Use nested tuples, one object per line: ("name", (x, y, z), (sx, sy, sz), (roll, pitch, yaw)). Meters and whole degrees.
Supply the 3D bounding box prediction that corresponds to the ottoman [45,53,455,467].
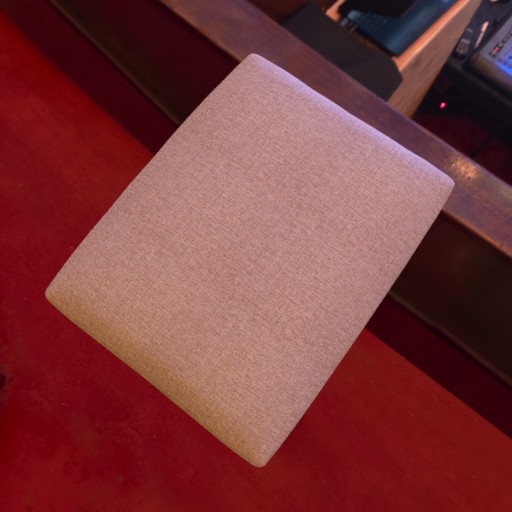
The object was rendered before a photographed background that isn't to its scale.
("ottoman", (0.000, 0.000, 1.117), (0.584, 0.513, 0.741), (36, 79, 8))
